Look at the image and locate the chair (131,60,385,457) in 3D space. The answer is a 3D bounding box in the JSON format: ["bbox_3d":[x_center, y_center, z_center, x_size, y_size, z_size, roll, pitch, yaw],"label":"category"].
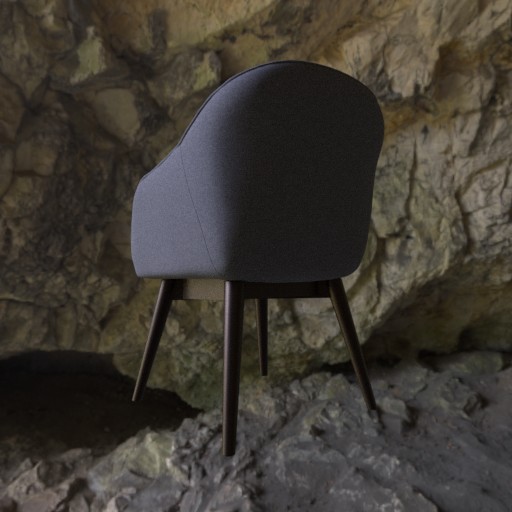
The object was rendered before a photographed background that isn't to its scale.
[{"bbox_3d":[0.000,0.000,1.205,0.589,0.810,0.611,1,-2,-38],"label":"chair"}]
